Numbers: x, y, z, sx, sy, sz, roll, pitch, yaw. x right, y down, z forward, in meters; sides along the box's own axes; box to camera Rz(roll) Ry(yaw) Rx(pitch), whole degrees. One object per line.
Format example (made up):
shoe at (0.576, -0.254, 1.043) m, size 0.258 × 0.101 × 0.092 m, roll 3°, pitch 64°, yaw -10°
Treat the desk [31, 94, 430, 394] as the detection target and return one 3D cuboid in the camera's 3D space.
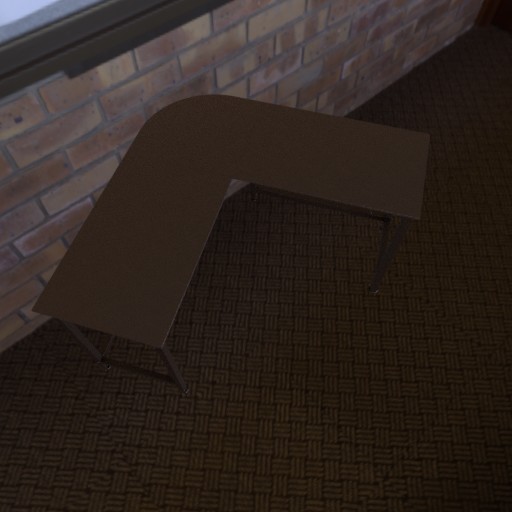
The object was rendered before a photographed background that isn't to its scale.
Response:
desk at (0.000, 0.000, 2.282) m, size 1.400 × 0.762 × 1.400 m, roll 14°, pitch 60°, yaw 8°
